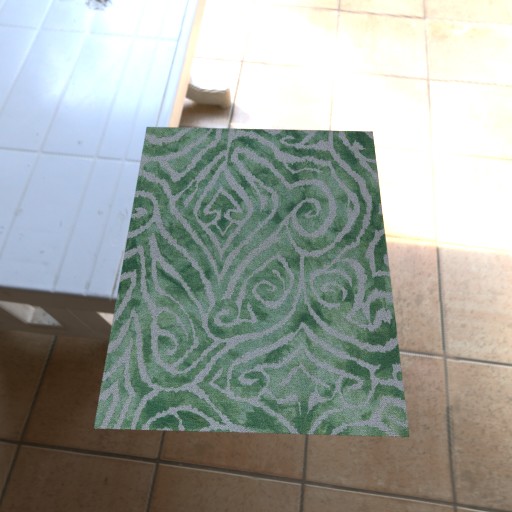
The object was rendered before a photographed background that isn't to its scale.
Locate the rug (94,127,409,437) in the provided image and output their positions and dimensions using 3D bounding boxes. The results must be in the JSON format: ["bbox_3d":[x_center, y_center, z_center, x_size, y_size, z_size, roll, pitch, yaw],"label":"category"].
[{"bbox_3d":[0.000,0.000,4.095,2.436,0.007,3.045,1,64,1],"label":"rug"}]
